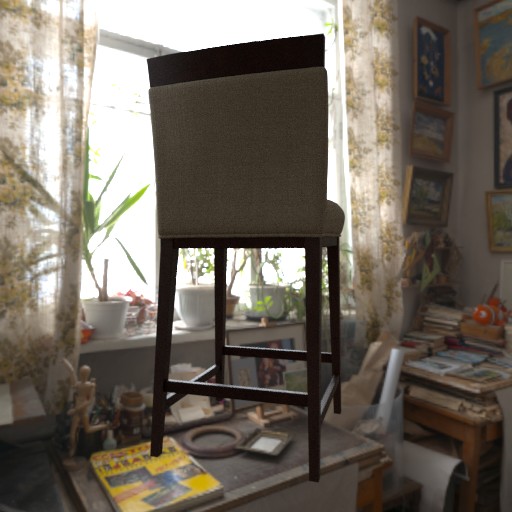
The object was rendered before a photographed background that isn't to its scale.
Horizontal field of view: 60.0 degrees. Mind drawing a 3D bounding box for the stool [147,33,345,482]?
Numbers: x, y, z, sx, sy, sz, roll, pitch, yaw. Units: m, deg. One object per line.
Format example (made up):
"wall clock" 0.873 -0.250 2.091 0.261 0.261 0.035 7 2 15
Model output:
"stool" 0.000 0.000 1.265 0.463 1.011 0.480 0 1 17
